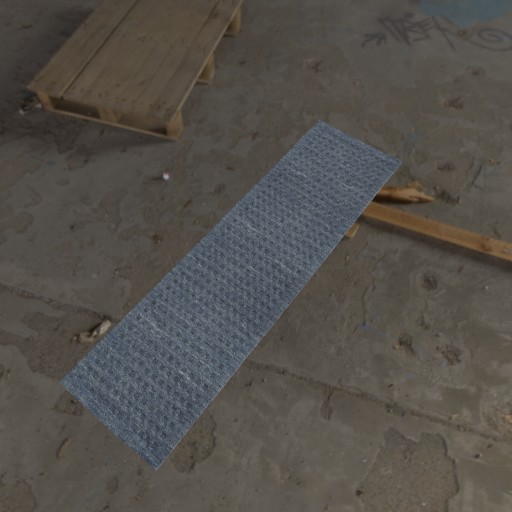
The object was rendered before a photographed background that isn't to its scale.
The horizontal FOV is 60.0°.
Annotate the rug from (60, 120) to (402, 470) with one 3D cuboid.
[{"bbox_3d":[0.000,0.000,2.676,0.688,0.008,2.443,33,64,18],"label":"rug"}]
